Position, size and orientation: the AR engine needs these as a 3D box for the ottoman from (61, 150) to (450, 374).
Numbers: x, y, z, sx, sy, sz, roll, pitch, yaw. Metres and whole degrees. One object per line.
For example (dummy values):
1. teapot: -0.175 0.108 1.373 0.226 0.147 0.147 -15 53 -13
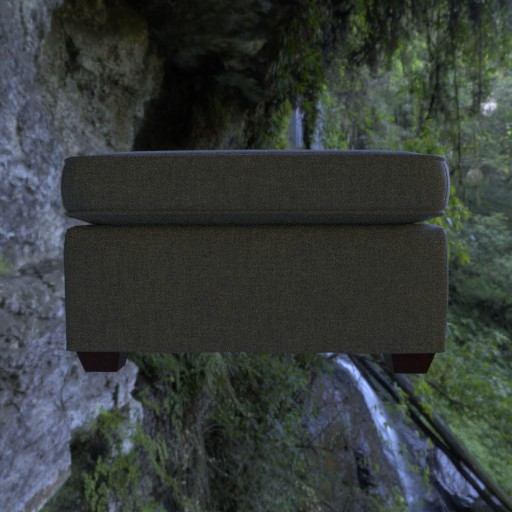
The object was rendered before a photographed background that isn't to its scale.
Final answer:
1. ottoman: 0.000 0.000 1.093 0.762 0.457 0.559 0 1 1
